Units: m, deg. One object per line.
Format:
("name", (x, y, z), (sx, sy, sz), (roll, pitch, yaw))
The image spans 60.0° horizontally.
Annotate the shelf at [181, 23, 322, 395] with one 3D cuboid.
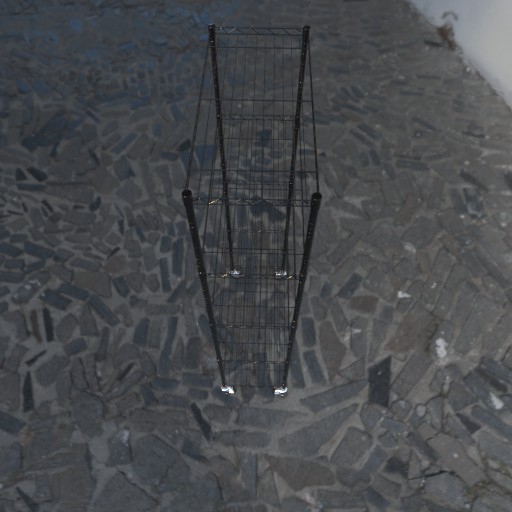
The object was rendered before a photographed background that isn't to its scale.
("shelf", (0.000, 0.000, 1.942), (0.356, 1.645, 0.762), (1, 57, 1))
